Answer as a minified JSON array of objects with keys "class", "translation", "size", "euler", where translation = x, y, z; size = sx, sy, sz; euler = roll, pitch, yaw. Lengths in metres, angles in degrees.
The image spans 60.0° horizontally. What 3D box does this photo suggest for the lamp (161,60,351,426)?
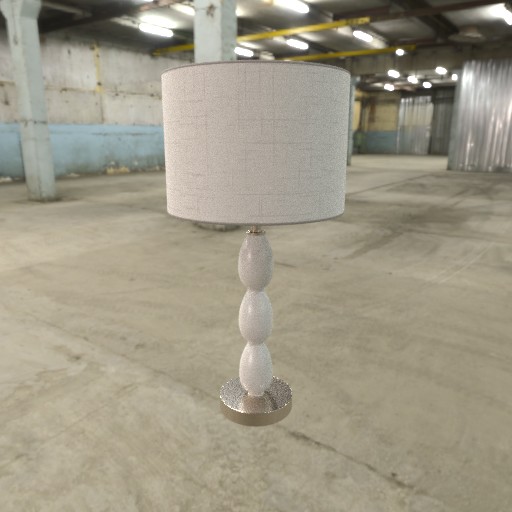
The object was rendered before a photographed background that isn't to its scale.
[{"class":"lamp","translation":[0.000,0.000,0.738],"size":[0.282,0.559,0.280],"euler":[-7,16,-24]}]
